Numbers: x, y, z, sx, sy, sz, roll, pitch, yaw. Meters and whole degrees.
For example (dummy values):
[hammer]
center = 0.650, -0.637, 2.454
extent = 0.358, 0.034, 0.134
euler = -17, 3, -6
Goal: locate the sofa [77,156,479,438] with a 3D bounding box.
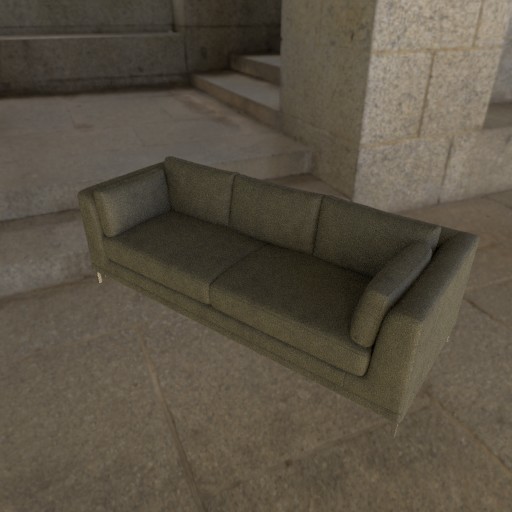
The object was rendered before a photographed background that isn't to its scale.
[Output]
[sofa]
center = 0.000, 0.000, 2.926
extent = 2.415, 0.867, 0.969
euler = 20, 36, 31
